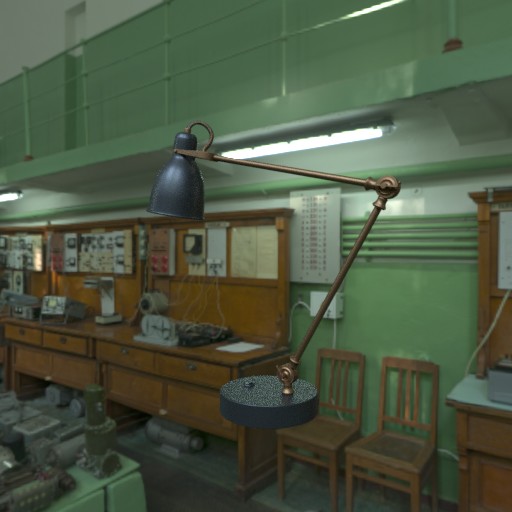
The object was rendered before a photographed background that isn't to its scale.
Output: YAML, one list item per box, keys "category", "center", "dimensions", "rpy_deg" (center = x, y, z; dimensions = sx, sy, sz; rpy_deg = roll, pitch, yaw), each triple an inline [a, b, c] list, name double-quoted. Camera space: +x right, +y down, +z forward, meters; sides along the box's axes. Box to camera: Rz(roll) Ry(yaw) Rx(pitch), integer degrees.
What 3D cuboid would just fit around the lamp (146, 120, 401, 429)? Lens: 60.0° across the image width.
- category: "lamp"
  center: [0.000, 0.000, 0.861]
  dimensions: [0.561, 0.587, 0.187]
  rpy_deg: [0, 1, 35]
